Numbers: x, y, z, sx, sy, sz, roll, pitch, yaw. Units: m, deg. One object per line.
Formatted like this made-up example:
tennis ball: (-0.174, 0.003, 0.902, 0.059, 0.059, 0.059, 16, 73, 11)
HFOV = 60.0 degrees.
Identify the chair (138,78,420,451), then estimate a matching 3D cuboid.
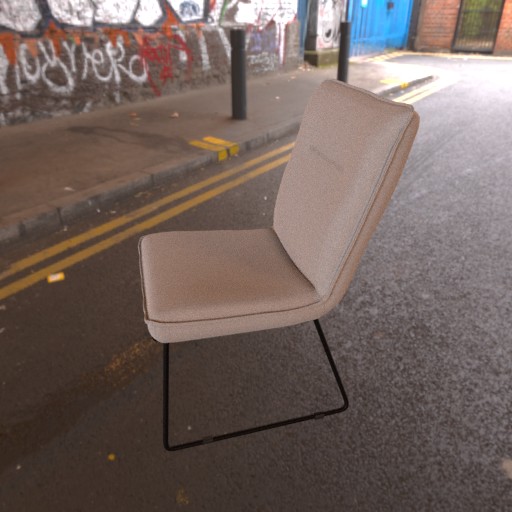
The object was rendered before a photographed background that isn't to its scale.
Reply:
chair: (0.000, 0.000, 1.340, 0.688, 0.930, 0.515, -8, 30, -13)
